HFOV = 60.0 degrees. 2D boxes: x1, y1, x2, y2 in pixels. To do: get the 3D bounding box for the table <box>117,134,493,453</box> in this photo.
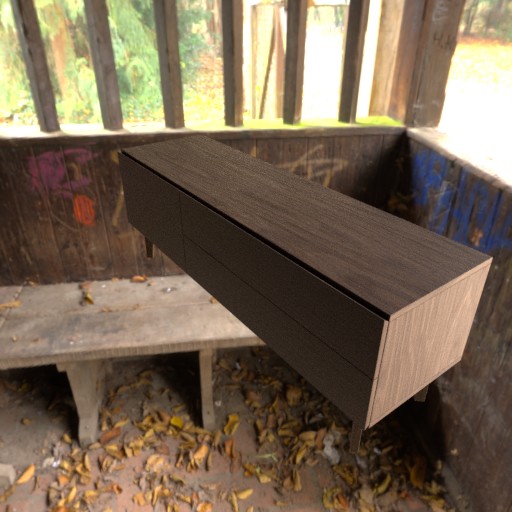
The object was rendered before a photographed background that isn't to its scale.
[{"bbox_3d":[0.000,0.000,1.590,0.405,0.508,1.397,-20,36,-31],"label":"table"}]
